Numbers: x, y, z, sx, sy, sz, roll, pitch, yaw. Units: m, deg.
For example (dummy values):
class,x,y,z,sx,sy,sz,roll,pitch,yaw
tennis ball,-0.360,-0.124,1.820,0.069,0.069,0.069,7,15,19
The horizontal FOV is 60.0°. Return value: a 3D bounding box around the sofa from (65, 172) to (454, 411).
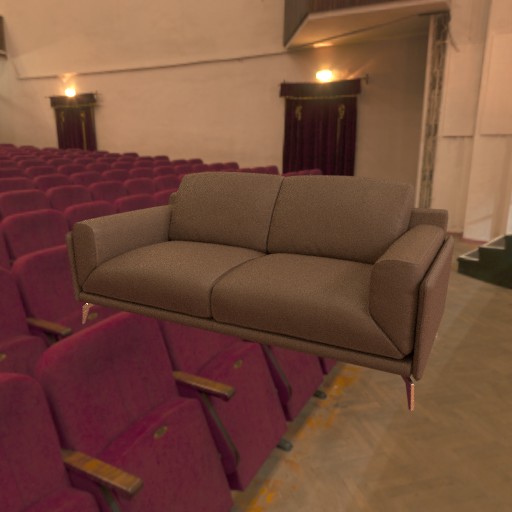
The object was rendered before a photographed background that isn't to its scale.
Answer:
class,x,y,z,sx,sy,sz,roll,pitch,yaw
sofa,0.000,0.000,2.665,2.101,0.930,1.049,7,16,27
